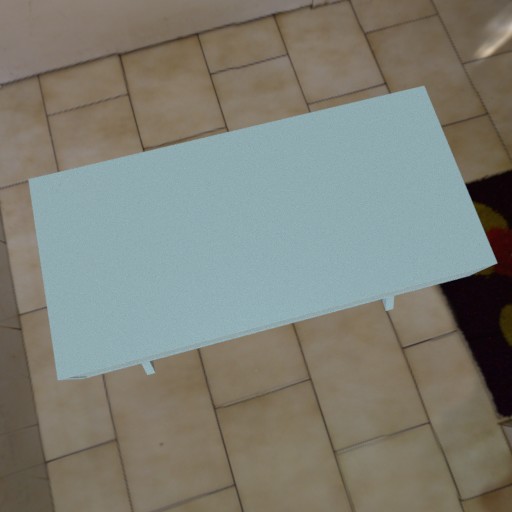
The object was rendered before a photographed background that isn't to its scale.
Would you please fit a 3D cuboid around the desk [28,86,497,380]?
[{"bbox_3d":[0.000,0.000,1.468,1.057,0.780,0.525,-14,76,-4],"label":"desk"}]
